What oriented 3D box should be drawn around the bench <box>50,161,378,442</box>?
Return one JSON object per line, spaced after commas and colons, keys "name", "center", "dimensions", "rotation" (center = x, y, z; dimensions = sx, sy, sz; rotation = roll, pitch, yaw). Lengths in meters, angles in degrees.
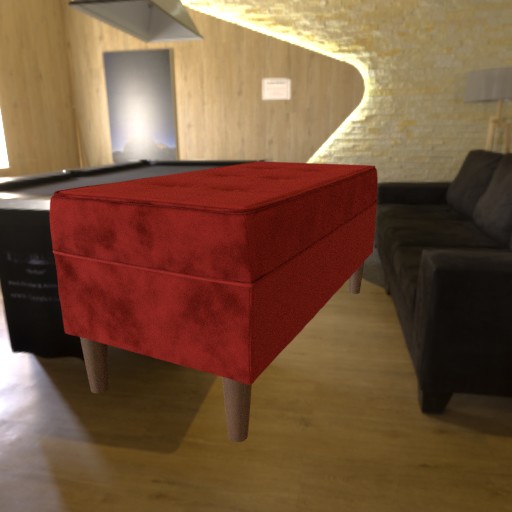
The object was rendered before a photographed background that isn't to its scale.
{"name": "bench", "center": [0.000, 0.000, 1.302], "dimensions": [0.492, 0.471, 1.016], "rotation": [8, 18, 25]}
